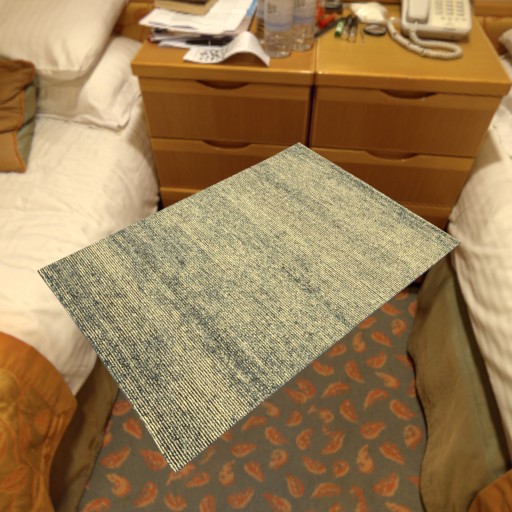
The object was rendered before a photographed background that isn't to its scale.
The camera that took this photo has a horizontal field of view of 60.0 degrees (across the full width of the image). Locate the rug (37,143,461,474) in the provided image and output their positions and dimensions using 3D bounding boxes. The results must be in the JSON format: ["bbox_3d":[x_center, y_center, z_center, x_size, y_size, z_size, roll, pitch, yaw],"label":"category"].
[{"bbox_3d":[0.000,0.000,2.962,2.349,0.030,1.624,-31,54,-26],"label":"rug"}]
